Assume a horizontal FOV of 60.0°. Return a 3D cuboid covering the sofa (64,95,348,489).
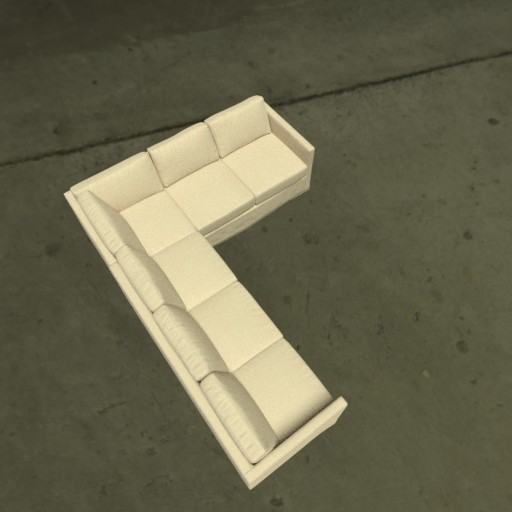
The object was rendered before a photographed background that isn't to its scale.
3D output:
[{"bbox_3d":[0.000,0.000,4.291,2.432,0.871,3.182,-32,64,-18],"label":"sofa"}]
